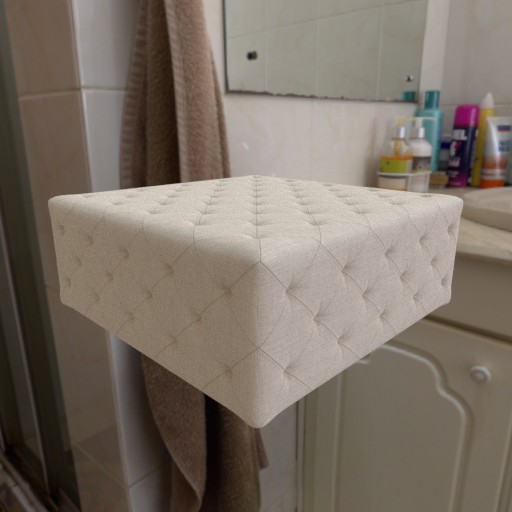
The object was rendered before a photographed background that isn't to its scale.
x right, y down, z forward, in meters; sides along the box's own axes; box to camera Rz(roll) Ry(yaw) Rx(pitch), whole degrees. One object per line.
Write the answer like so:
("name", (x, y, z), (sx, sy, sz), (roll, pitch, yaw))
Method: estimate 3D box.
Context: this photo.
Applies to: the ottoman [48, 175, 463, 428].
("ottoman", (0.000, 0.000, 1.581), (1.028, 0.439, 1.028), (16, 23, 42))
